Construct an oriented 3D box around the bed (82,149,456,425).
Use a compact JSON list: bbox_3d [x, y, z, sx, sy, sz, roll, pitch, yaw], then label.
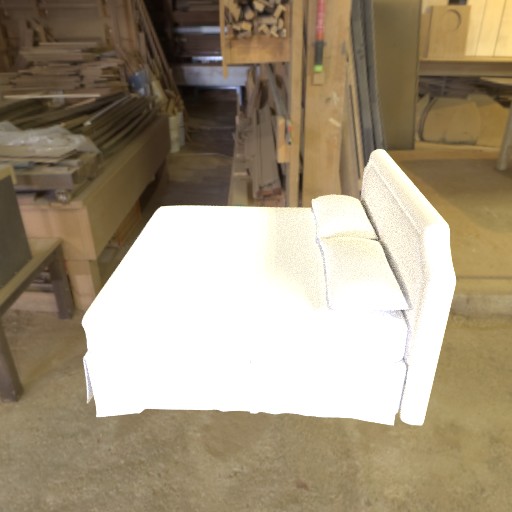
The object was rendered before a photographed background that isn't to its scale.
[{"bbox_3d":[0.000,0.000,3.477,2.204,1.301,2.160,1,27,3],"label":"bed"}]
